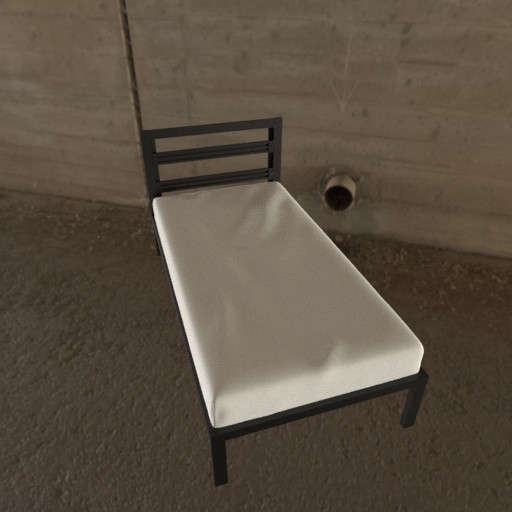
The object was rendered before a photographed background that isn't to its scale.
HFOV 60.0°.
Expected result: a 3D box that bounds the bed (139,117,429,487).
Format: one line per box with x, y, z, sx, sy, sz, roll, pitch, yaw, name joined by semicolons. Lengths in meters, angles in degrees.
0.000;0.000;2.532;0.991;0.967;1.930;-10;35;-15;bed
